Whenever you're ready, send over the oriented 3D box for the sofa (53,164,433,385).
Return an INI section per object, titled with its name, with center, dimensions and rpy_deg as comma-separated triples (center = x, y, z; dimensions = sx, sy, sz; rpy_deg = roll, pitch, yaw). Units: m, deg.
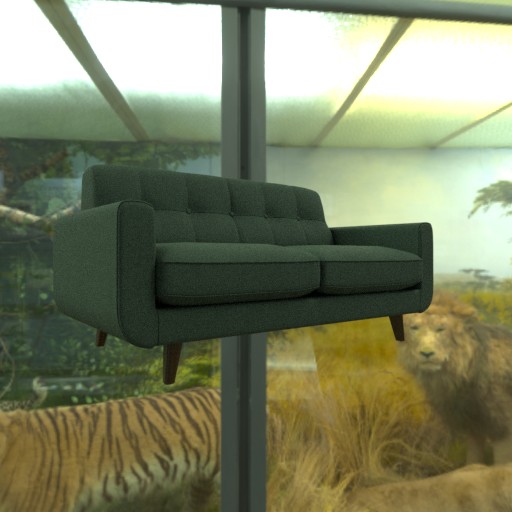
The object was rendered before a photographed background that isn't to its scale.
[sofa]
center = 0.000, 0.000, 2.124
dimensions = 1.631, 0.841, 0.909
rpy_deg = 0, 0, -36
